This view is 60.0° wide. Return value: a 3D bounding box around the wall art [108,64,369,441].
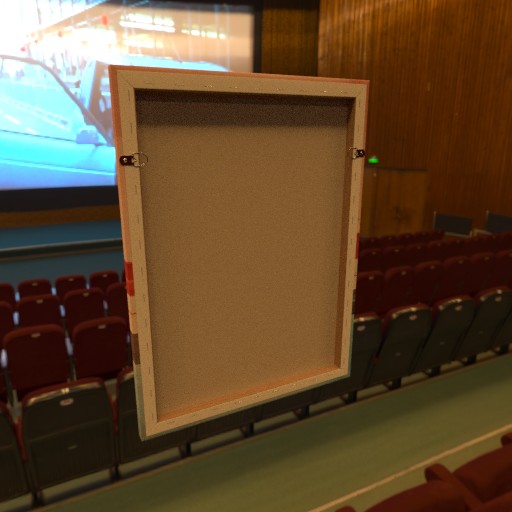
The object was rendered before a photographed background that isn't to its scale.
[{"bbox_3d":[0.000,0.000,1.329,0.761,1.016,0.039,-8,18,-26],"label":"wall art"}]
